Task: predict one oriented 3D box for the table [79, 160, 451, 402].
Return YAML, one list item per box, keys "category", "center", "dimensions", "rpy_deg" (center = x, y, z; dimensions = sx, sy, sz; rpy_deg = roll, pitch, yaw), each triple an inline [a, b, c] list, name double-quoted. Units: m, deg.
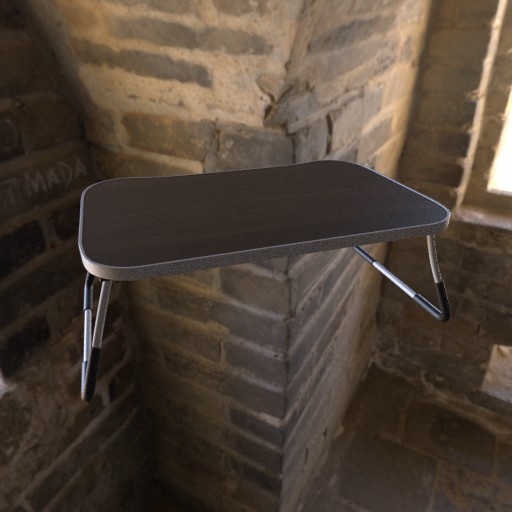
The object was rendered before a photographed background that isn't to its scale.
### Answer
- category: "table"
  center: [0.000, 0.000, 0.846]
  dimensions: [0.660, 0.232, 0.400]
  rpy_deg: [-9, 28, -16]
